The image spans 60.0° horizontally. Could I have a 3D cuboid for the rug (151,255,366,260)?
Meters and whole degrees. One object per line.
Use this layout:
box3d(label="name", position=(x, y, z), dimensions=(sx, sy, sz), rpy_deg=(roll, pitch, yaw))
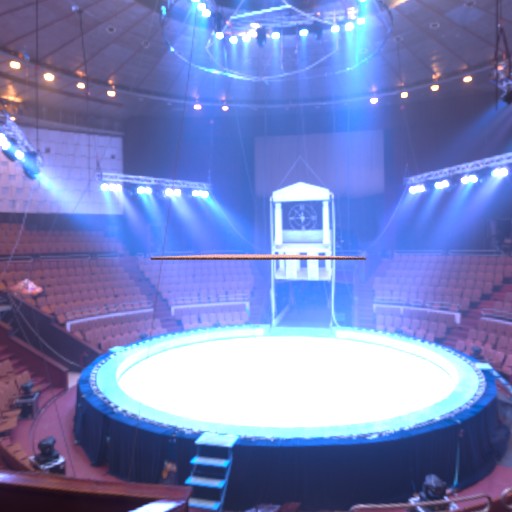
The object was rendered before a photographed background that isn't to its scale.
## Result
box3d(label="rug", position=(0.000, 0.000, 2.512), dimensions=(0.676, 0.008, 2.277), rpy_deg=(0, 0, 0))
